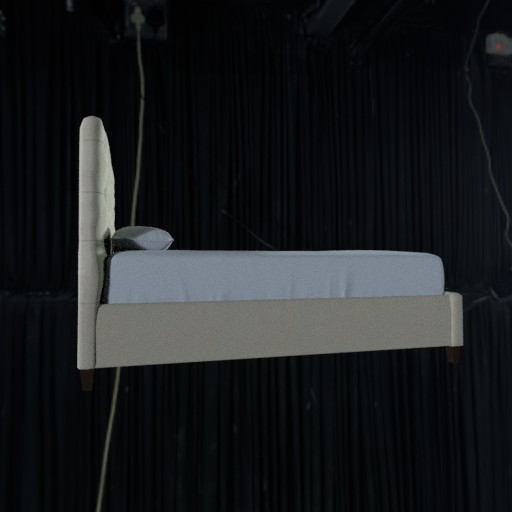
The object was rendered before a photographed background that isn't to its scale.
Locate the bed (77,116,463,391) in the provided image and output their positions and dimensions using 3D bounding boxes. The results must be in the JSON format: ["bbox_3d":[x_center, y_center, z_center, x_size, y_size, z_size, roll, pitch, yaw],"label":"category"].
[{"bbox_3d":[0.000,0.000,3.404,2.387,1.427,1.698,0,-1,-16],"label":"bed"}]
